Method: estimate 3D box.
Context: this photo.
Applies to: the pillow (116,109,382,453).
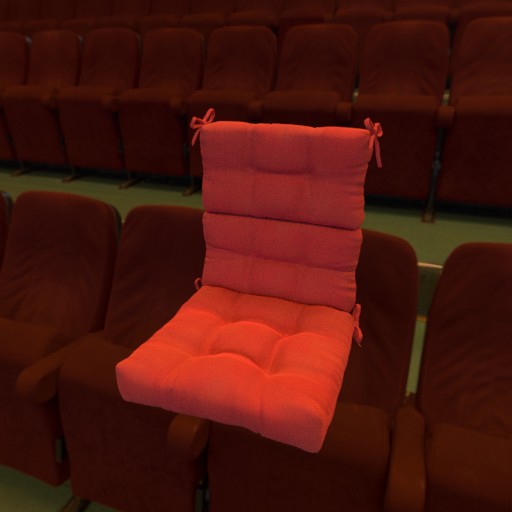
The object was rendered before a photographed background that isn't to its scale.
[{"bbox_3d":[0.000,0.000,1.060,0.519,0.605,0.571,9,26,18],"label":"pillow"}]
